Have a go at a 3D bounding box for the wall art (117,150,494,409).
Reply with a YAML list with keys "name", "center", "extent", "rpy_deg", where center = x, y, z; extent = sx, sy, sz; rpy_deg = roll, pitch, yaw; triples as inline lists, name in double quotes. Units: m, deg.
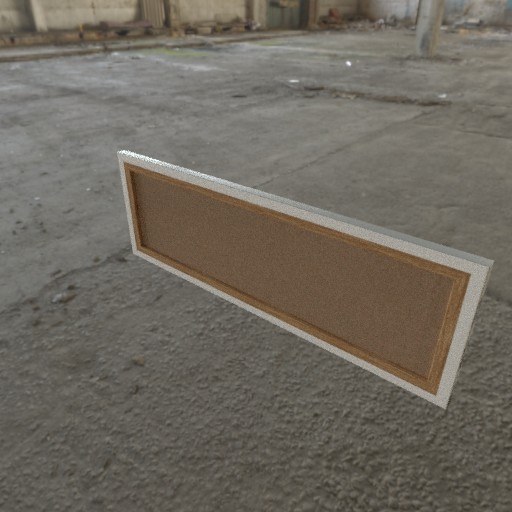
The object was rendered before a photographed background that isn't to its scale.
- name: "wall art"
  center: [0.000, 0.000, 1.648]
  extent: [1.520, 0.507, 0.044]
  rpy_deg: [22, 37, 33]
